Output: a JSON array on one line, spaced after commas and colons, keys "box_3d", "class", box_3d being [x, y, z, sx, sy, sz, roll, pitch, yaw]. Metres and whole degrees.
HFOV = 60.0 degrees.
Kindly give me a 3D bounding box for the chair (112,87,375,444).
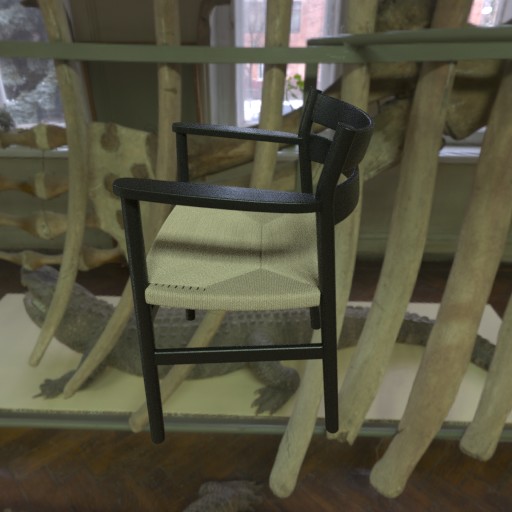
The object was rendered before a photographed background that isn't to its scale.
[{"box_3d": [0.000, 0.000, 1.159, 0.508, 0.775, 0.630, 1, 27, 1], "class": "chair"}]
